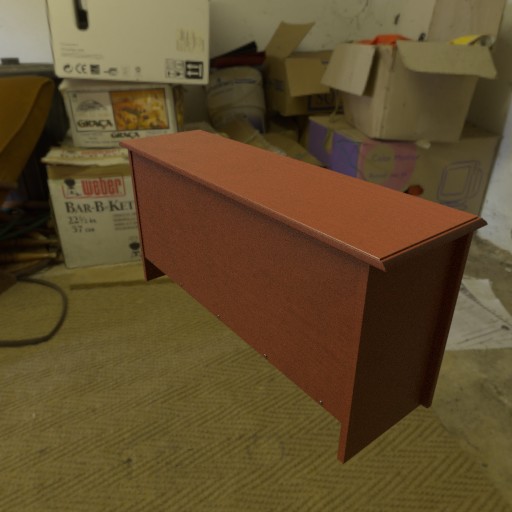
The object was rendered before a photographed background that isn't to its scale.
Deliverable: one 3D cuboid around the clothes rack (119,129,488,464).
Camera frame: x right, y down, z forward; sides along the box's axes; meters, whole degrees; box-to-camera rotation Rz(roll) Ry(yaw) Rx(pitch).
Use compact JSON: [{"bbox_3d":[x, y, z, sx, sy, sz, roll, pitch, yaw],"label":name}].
[{"bbox_3d":[0.000,0.000,1.473,0.362,0.594,1.251,-19,33,-33],"label":"clothes rack"}]
